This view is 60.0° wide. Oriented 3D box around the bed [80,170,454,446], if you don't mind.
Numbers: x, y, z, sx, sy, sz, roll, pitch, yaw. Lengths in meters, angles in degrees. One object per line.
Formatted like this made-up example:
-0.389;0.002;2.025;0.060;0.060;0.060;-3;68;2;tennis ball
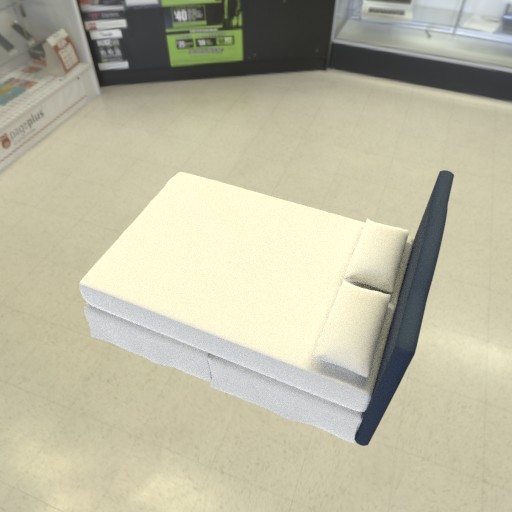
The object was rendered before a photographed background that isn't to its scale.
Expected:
0.000;0.000;3.587;2.507;1.441;1.741;18;50;16;bed
